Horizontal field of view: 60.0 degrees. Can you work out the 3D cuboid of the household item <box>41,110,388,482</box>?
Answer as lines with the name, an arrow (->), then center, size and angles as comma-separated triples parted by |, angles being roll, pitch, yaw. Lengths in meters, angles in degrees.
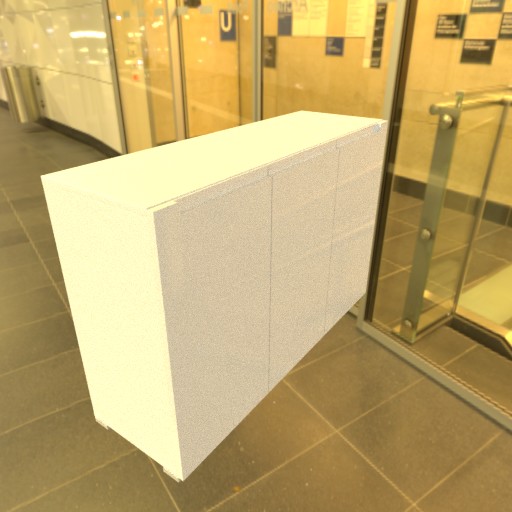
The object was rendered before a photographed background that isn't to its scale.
household item -> 0.000, 0.000, 1.691 | 0.420, 0.867, 1.300 | 18, 32, 32
